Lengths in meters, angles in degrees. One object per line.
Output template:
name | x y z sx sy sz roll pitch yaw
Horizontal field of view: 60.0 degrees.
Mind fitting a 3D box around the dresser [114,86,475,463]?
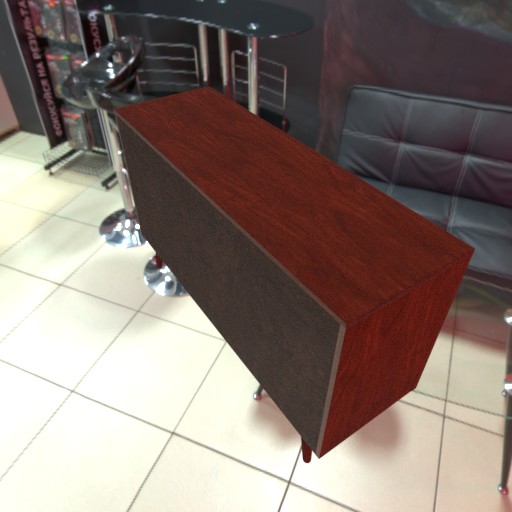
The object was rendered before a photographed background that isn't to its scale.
dresser | 0.000 0.000 1.874 0.500 0.889 1.472 -24 46 -25
